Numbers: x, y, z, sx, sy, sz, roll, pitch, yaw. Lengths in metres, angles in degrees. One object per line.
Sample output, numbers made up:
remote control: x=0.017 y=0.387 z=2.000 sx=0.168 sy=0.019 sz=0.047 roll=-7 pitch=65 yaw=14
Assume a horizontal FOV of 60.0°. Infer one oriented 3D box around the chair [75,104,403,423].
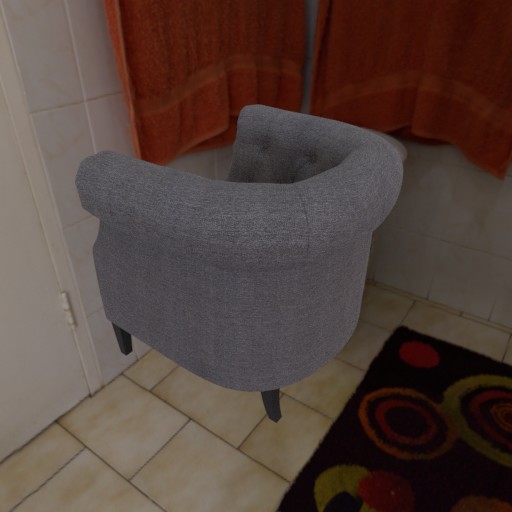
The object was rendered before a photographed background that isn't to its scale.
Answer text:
chair: x=0.000 y=0.000 z=1.554 sx=0.852 sy=0.827 sz=0.905 roll=22 pitch=38 yaw=31
